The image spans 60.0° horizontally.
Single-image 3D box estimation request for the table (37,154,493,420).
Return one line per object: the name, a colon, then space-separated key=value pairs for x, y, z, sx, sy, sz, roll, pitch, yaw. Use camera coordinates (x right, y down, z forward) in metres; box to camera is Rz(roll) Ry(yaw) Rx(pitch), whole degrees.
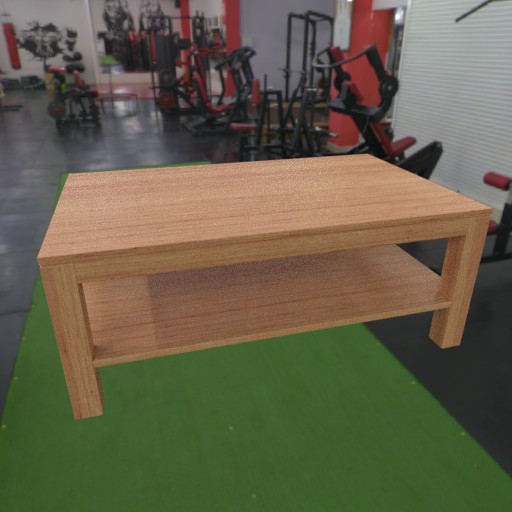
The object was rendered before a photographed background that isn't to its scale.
table: x=0.000 y=0.000 z=1.465 sx=1.146 sy=0.457 sz=0.695 roll=-7 pitch=26 yaw=-14
